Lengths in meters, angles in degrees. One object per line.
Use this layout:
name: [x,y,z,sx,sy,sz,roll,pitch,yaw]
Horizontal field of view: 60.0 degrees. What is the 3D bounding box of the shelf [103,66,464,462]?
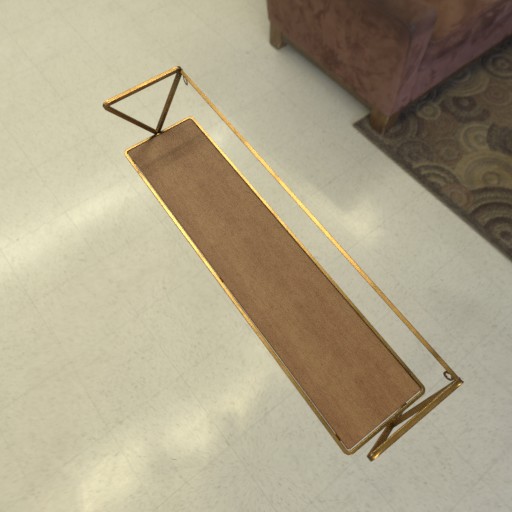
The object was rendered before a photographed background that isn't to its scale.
shelf: [0.000,0.000,0.722,0.150,0.229,0.645,-33,69,-15]
